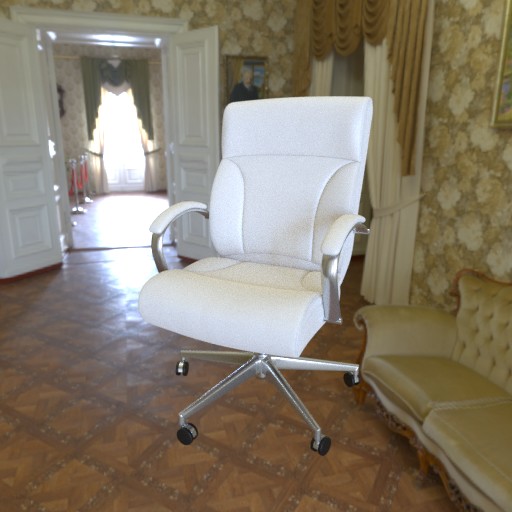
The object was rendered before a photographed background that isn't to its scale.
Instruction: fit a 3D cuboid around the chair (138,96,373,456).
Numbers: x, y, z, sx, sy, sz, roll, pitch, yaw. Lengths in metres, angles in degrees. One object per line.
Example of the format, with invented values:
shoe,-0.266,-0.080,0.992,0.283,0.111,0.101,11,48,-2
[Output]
chair,0.000,0.000,1.570,0.727,1.099,0.745,8,17,27
